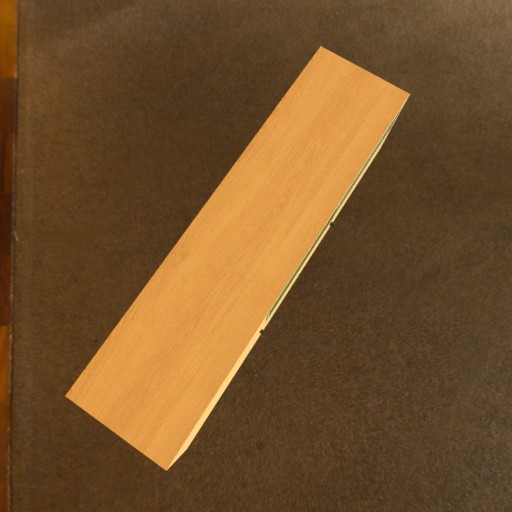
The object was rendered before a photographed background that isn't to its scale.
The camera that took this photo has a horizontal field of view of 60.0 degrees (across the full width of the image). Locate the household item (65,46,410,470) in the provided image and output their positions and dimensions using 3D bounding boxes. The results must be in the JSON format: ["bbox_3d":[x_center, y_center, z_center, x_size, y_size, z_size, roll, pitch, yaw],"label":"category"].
[{"bbox_3d":[0.000,0.000,1.770,0.400,0.600,1.550,32,77,8],"label":"household item"}]
